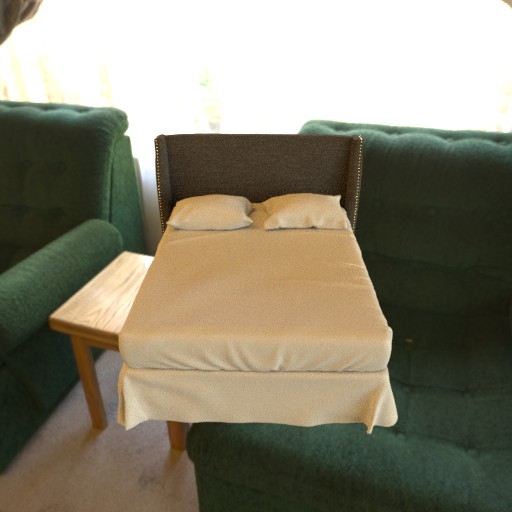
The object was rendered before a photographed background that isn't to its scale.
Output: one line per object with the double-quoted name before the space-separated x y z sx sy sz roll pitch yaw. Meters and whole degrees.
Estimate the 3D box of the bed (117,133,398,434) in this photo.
"bed" 0.000 0.000 3.477 1.925 1.332 2.276 1 30 1
